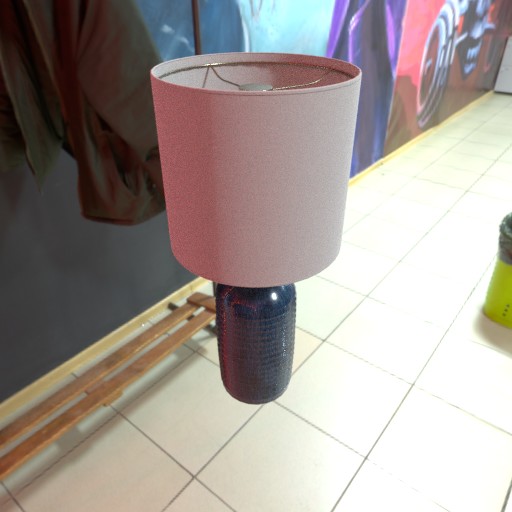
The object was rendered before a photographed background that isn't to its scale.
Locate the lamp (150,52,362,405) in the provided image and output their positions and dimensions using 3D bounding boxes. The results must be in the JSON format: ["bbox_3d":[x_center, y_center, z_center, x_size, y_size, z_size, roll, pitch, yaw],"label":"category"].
[{"bbox_3d":[0.000,0.000,0.599,0.220,0.475,0.220,-10,34,-16],"label":"lamp"}]
